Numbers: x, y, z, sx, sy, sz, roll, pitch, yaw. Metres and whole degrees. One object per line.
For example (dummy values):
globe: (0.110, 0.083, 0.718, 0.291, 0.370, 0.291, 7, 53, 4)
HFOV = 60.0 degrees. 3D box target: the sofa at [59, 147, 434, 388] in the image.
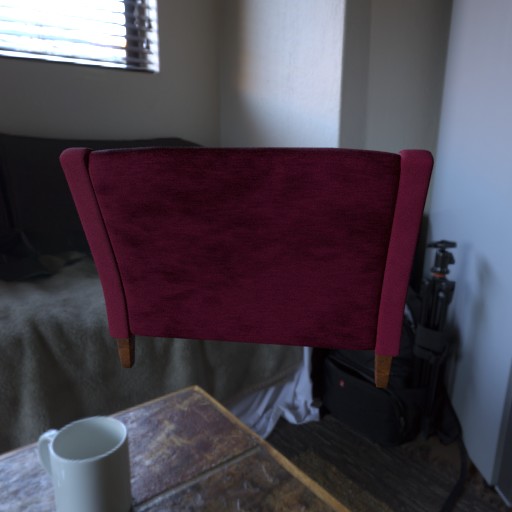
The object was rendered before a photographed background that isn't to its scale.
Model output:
sofa: (0.000, 0.000, 1.996, 1.242, 0.976, 0.946, 2, 16, 8)
